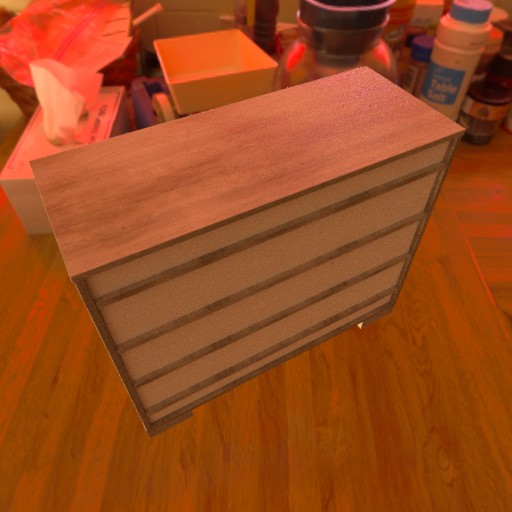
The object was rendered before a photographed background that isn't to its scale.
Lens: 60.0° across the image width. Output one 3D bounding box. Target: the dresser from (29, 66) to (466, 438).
[{"bbox_3d":[0.000,0.000,1.382,0.994,0.816,0.404,-23,52,-19],"label":"dresser"}]
